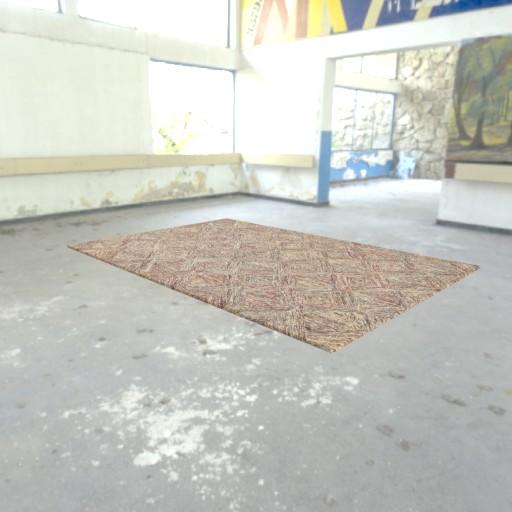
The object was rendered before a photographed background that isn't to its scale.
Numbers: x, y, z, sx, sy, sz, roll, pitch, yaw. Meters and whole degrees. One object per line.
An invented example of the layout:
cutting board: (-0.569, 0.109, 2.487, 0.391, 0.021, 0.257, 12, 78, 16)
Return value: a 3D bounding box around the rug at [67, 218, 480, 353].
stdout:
rug: (0.000, 0.000, 2.910, 2.285, 0.019, 1.523, 14, 21, 43)
